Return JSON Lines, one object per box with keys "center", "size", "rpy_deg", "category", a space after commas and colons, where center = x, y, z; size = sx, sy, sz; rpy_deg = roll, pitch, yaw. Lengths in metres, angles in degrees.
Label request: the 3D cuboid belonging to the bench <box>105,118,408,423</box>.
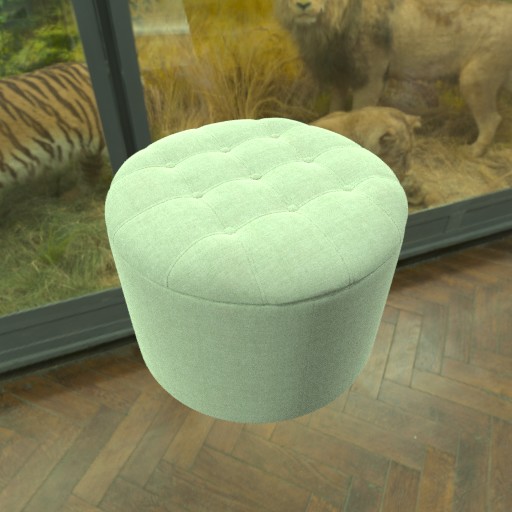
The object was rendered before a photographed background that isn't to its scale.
{"center": [0.000, 0.000, 1.013], "size": [0.600, 0.453, 0.600], "rpy_deg": [0, 41, 0], "category": "bench"}
